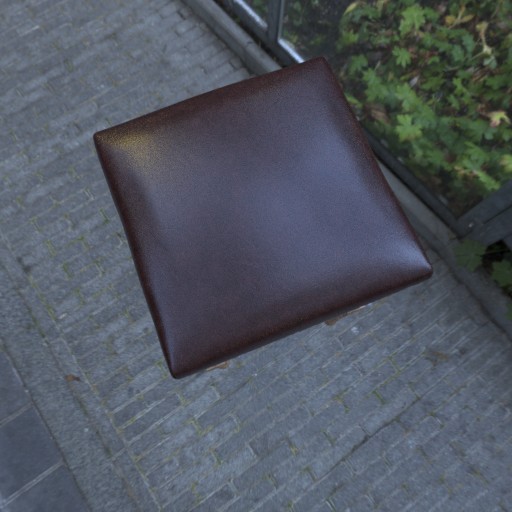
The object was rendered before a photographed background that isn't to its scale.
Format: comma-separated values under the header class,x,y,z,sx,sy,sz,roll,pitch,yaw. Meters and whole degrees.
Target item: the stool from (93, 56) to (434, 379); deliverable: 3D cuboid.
class,x,y,z,sx,sy,sz,roll,pitch,yaw
stool,0.000,0.000,0.920,0.383,0.702,0.382,-21,76,-5
